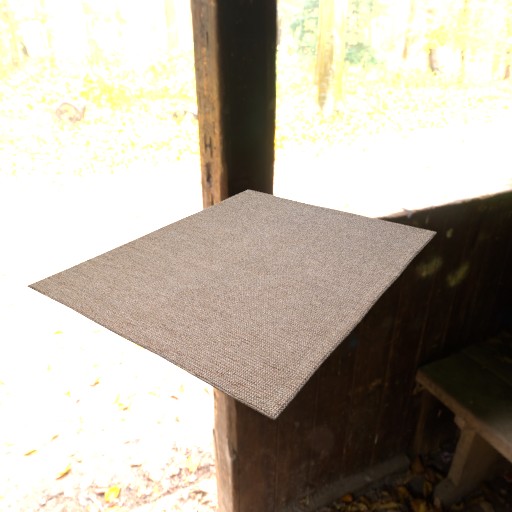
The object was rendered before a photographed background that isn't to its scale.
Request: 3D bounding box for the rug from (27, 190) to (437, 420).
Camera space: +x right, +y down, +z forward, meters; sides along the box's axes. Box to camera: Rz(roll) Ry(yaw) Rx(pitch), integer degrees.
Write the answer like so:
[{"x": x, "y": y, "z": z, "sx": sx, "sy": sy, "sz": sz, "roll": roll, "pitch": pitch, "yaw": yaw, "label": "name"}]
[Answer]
[{"x": 0.000, "y": 0.000, "z": 4.066, "sx": 2.406, "sy": 0.012, "sz": 3.034, "roll": 18, "pitch": 32, "yaw": 31, "label": "rug"}]
